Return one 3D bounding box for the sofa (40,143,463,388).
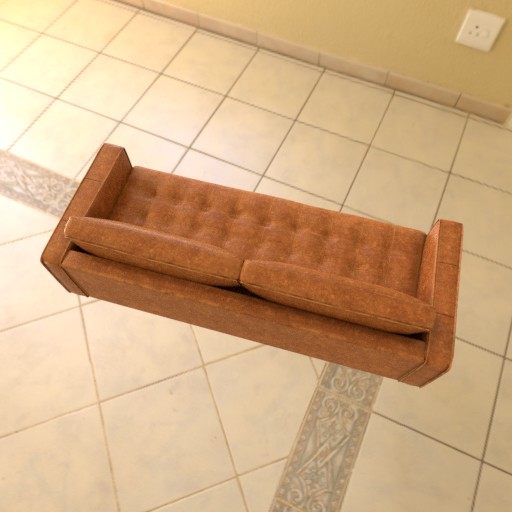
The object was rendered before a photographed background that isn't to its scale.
[{"bbox_3d":[0.000,0.000,2.584,2.199,0.779,0.886,14,64,7],"label":"sofa"}]
